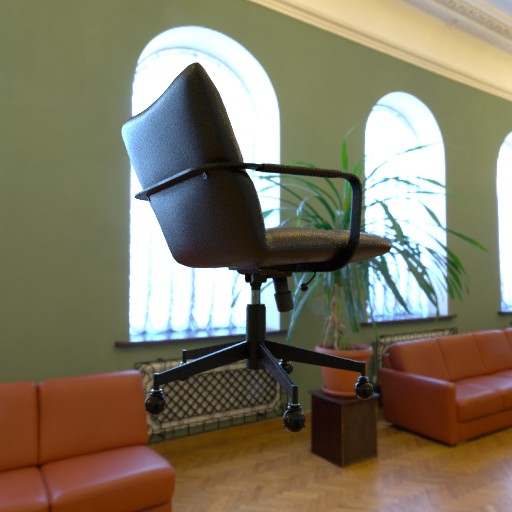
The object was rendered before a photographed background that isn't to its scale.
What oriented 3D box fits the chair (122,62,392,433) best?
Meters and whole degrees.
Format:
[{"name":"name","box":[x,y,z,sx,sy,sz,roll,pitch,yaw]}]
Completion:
[{"name":"chair","box":[0.000,0.000,1.464,0.748,0.922,0.719,2,-3,-34]}]
